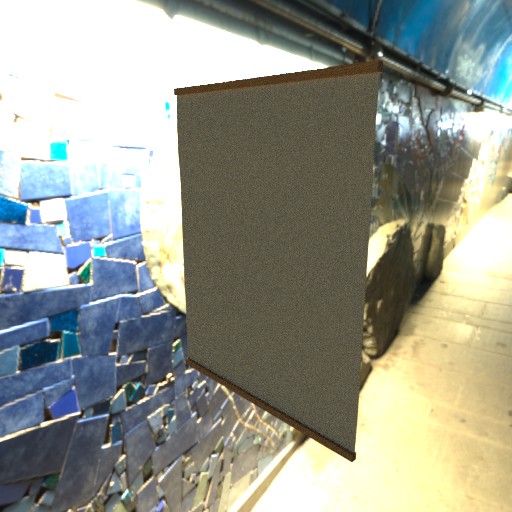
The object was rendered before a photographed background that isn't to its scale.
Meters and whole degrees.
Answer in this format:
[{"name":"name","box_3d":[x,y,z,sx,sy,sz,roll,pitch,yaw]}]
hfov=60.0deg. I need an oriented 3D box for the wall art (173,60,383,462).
[{"name":"wall art","box_3d":[0.000,0.000,0.804,0.011,0.605,0.458,-14,20,-42]}]
